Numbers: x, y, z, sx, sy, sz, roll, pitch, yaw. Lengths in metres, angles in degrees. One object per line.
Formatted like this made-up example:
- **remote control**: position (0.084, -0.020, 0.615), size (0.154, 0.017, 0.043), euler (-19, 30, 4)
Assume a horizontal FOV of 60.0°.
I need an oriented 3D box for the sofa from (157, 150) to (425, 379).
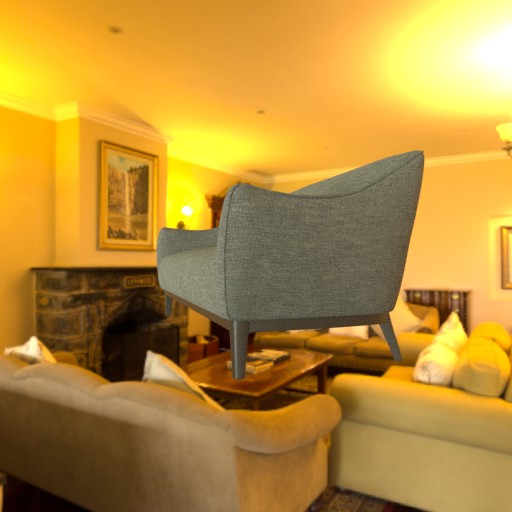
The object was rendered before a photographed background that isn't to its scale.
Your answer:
- **sofa**: position (0.000, 0.000, 2.401), size (0.867, 0.829, 1.928), euler (0, -1, -19)
